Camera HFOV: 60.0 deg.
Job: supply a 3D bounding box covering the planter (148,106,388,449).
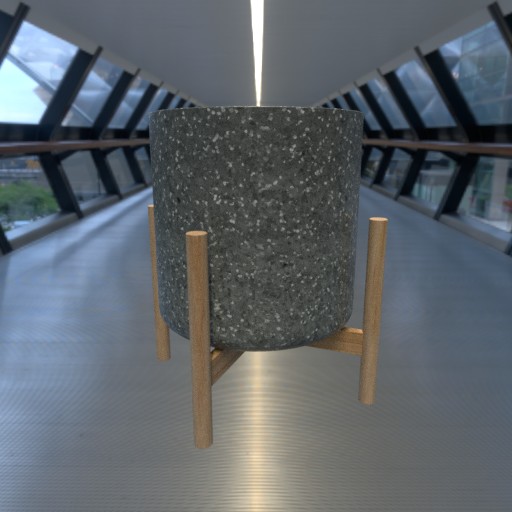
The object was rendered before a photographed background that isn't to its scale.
[{"bbox_3d":[0.000,0.000,0.691,0.360,0.419,0.360,14,19,43],"label":"planter"}]
